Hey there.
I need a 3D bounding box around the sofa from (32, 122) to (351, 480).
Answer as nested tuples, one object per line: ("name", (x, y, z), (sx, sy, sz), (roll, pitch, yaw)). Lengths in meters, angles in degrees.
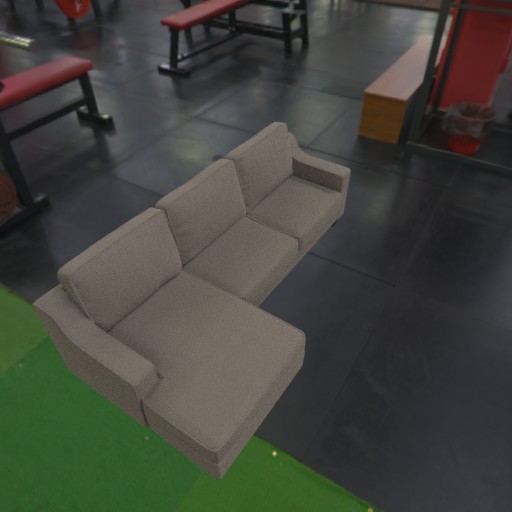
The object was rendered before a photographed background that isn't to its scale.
("sofa", (0.000, 0.000, 3.160), (1.294, 0.928, 2.561), (25, 48, 25))
